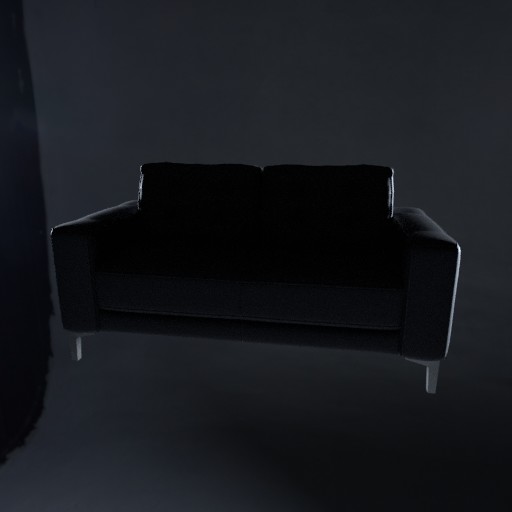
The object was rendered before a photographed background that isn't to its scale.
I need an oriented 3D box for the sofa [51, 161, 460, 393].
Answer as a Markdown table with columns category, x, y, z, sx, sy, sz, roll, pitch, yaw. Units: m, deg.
| category | x | y | z | sx | sy | sz | roll | pitch | yaw |
| --- | --- | --- | --- | --- | --- | --- | --- | --- | --- |
| sofa | 0.000 | 0.000 | 2.219 | 1.726 | 0.893 | 0.833 | 3 | 16 | 9 |
